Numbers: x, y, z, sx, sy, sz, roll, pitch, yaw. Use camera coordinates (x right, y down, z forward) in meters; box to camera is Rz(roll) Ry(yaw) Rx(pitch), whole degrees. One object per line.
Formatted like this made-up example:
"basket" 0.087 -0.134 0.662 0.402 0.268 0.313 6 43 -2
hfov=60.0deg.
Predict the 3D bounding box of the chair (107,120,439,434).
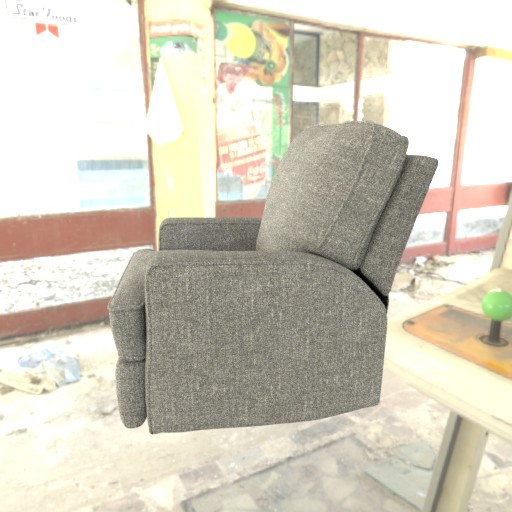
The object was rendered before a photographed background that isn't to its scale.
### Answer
"chair" 0.000 0.000 1.643 0.964 0.962 0.861 -2 14 -9
